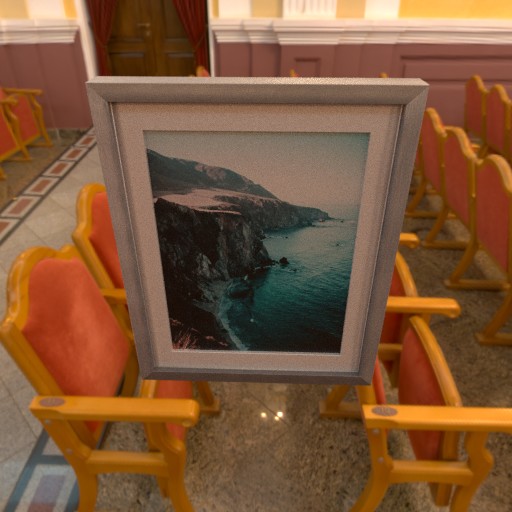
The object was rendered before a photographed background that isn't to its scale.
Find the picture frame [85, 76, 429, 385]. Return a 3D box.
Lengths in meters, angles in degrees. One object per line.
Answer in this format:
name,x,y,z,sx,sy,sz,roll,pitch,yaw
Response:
picture frame,0.000,0.000,0.742,0.449,0.555,0.046,1,32,2
